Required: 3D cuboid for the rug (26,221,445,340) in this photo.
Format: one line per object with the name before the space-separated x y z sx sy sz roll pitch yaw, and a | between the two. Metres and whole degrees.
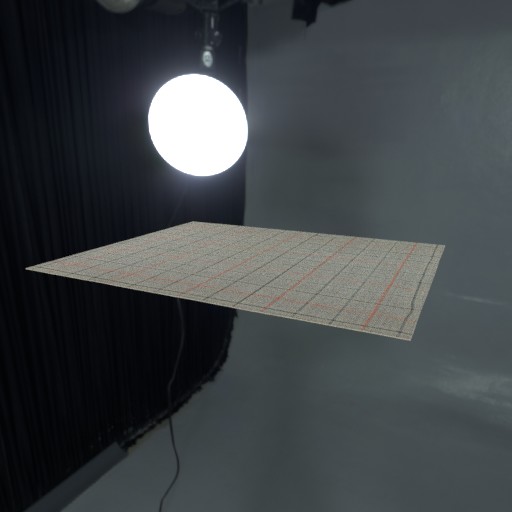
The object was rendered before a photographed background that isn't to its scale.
rug | 0.000 0.000 4.068 3.048 0.012 2.444 7 16 26
